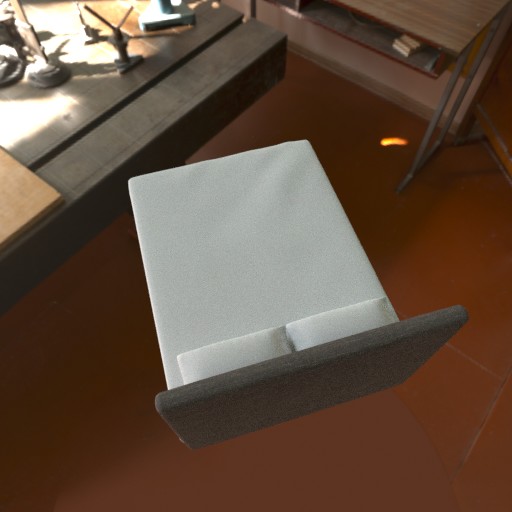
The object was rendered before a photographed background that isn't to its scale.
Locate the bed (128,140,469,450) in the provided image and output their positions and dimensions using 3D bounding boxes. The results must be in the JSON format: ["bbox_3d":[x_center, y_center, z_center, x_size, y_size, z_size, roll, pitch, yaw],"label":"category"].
[{"bbox_3d":[0.000,0.000,3.232,1.723,1.330,2.142,-14,60,-9],"label":"bed"}]
